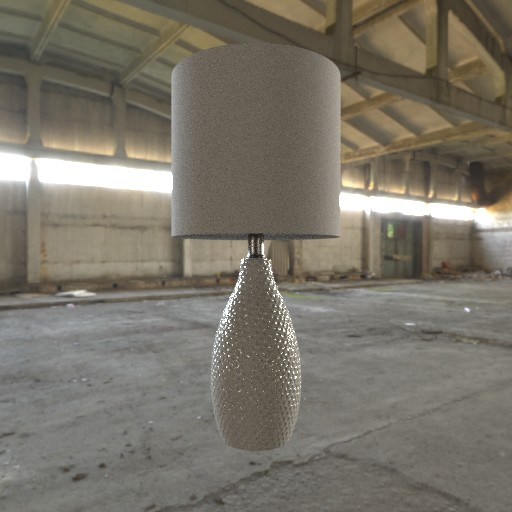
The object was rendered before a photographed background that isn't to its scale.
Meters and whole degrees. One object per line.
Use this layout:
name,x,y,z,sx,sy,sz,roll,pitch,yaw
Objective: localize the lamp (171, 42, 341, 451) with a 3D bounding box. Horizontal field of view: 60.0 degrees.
lamp,0.000,0.000,0.574,0.214,0.466,0.214,0,0,-36
